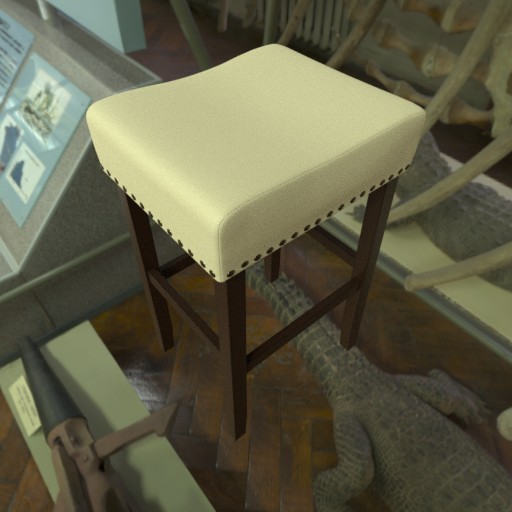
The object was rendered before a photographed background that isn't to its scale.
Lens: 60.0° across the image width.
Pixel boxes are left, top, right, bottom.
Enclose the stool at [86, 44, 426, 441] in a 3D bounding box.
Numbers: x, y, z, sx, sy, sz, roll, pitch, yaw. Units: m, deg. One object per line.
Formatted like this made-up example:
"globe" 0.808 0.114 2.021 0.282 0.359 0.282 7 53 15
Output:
"stool" 0.000 0.000 1.041 0.471 0.762 0.401 -31 53 -27
